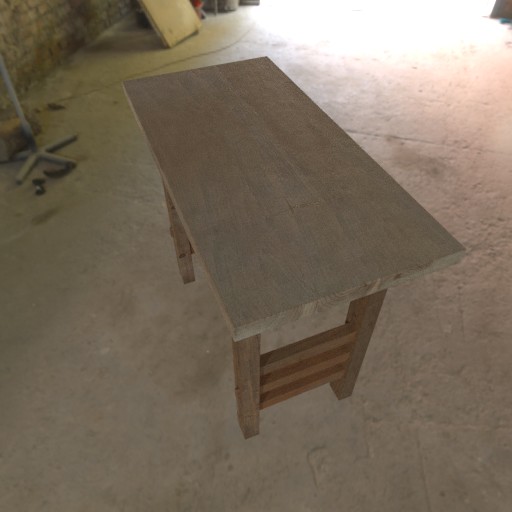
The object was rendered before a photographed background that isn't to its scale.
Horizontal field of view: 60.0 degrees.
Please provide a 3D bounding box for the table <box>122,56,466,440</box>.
[{"bbox_3d":[0.000,0.000,1.603,0.556,0.914,1.119,-17,49,-15],"label":"table"}]
